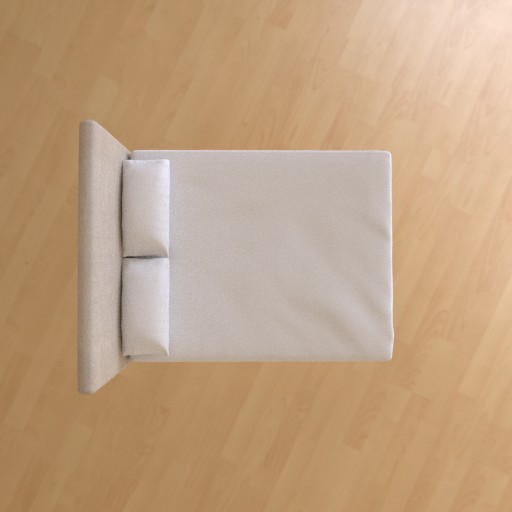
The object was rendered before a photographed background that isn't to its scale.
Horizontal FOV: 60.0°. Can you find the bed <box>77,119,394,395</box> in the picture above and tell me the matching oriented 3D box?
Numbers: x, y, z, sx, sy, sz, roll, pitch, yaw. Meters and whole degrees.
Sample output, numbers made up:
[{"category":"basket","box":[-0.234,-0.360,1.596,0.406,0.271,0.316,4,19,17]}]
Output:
[{"category":"bed","box":[0.000,0.000,3.288,2.162,1.330,1.713,0,89,-1]}]
